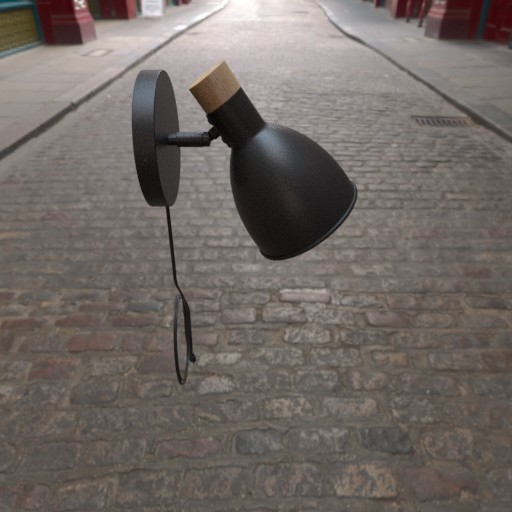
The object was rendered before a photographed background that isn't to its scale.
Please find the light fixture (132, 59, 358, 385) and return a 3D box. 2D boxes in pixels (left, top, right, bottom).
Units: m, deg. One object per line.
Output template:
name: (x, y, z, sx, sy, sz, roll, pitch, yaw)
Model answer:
light fixture: (0.000, 0.000, 0.491, 0.203, 0.401, 0.127, 0, 32, 0)
